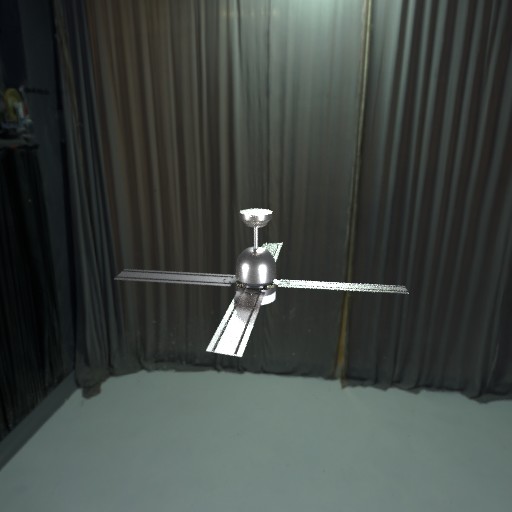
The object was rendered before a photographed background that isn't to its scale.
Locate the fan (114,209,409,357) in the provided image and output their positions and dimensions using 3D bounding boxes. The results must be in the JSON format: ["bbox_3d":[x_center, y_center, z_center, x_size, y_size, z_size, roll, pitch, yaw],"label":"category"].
[{"bbox_3d":[0.000,0.000,2.016,1.346,0.406,1.346,2,17,7],"label":"fan"}]
